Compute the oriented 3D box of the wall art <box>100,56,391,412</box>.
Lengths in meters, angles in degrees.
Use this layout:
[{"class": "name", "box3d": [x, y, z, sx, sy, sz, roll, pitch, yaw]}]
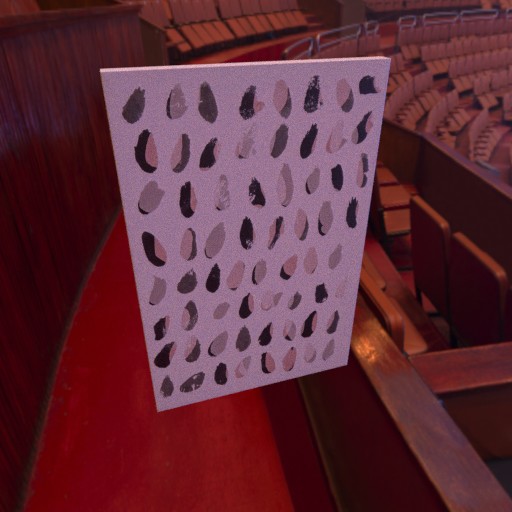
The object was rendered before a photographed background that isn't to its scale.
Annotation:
[{"class": "wall art", "box3d": [0.000, 0.000, 1.139, 0.610, 0.916, 0.037, -9, 32, -15]}]
